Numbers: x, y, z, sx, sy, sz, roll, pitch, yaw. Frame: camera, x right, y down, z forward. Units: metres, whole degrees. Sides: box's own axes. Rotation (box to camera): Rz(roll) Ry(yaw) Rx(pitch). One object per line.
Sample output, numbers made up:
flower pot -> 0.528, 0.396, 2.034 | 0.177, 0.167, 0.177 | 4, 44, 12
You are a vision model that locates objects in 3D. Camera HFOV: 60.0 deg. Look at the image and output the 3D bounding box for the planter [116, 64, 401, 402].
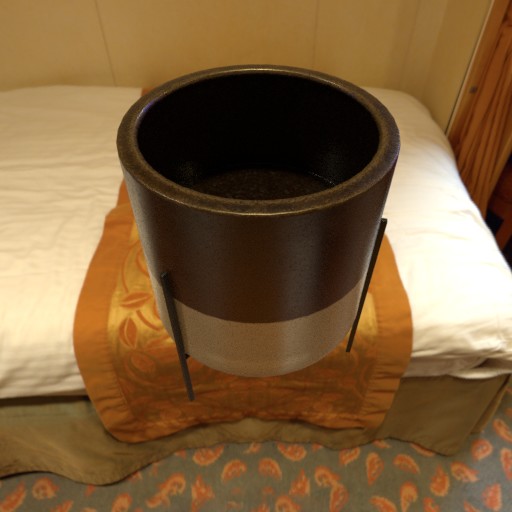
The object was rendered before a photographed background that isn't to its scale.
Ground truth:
planter -> 0.000, 0.000, 0.707 | 0.345, 0.465, 0.354 | 32, 54, 27
